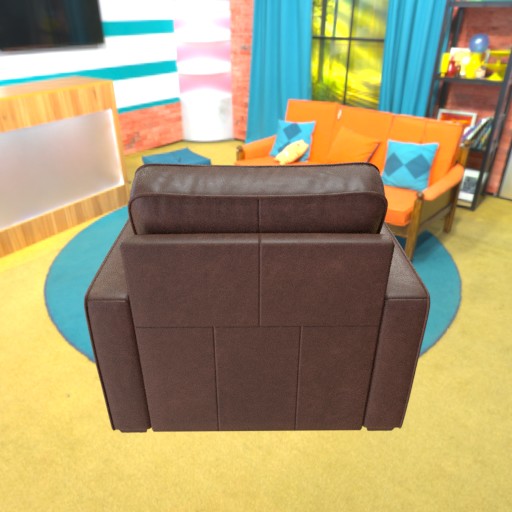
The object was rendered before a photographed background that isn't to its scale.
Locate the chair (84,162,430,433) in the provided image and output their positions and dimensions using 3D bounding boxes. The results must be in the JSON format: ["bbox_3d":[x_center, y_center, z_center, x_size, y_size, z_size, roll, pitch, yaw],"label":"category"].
[{"bbox_3d":[0.000,0.000,1.696,1.017,0.919,0.940,0,30,0],"label":"chair"}]
